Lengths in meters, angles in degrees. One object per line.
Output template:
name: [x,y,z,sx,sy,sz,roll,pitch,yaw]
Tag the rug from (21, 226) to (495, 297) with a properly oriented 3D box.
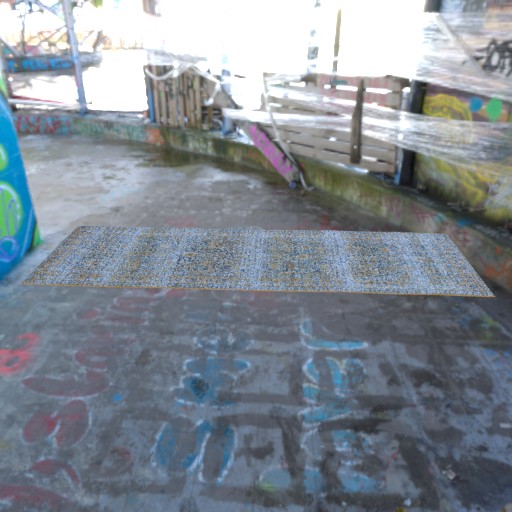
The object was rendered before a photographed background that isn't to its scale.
rug: [0.000,0.000,2.446,2.294,0.014,0.704,1,28,3]
